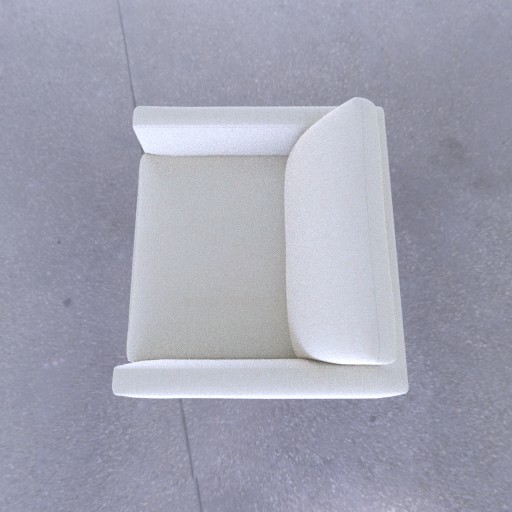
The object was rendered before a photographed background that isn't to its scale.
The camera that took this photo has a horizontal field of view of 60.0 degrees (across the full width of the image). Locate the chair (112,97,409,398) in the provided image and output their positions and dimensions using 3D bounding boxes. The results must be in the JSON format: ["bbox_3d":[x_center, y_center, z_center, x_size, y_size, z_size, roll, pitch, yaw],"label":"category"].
[{"bbox_3d":[0.000,0.000,1.584,0.875,0.806,0.964,0,75,0],"label":"chair"}]
